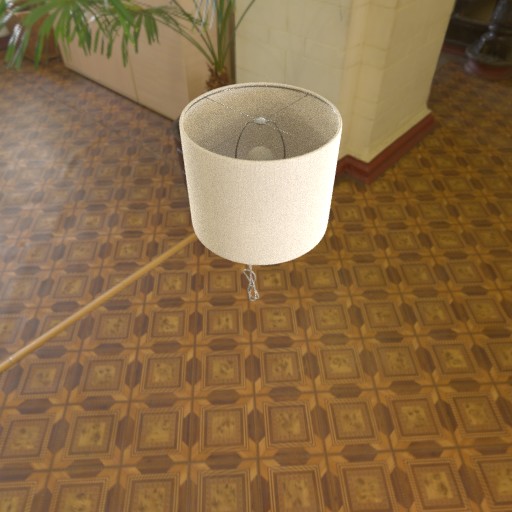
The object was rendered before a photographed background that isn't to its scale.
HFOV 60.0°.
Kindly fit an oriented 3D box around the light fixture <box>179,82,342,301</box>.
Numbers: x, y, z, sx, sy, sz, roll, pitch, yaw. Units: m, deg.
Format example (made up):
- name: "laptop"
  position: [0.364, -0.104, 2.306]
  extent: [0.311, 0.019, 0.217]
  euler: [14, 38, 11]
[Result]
- name: "light fixture"
  position: [0.000, 0.000, 1.069]
  extent: [0.253, 0.842, 0.479]
  euler: [-3, 45, -3]
